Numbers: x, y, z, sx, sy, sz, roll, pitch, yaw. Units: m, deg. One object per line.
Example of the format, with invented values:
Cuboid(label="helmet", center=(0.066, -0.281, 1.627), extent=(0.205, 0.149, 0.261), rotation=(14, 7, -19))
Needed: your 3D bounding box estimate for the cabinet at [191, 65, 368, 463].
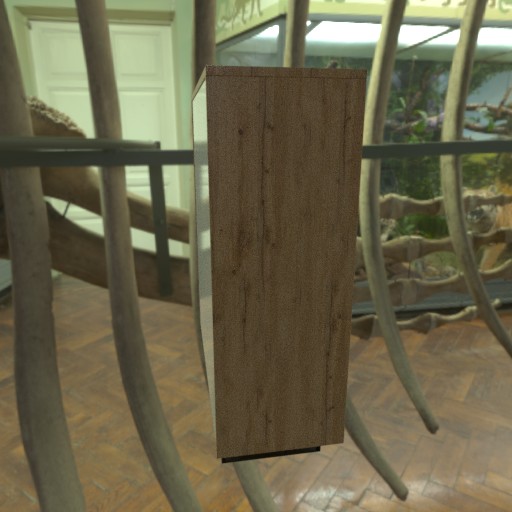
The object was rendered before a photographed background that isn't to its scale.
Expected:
Cuboid(label="cabinet", center=(0.000, 0.000, 1.954), extent=(0.473, 1.397, 1.168), rotation=(-3, 16, -9))
